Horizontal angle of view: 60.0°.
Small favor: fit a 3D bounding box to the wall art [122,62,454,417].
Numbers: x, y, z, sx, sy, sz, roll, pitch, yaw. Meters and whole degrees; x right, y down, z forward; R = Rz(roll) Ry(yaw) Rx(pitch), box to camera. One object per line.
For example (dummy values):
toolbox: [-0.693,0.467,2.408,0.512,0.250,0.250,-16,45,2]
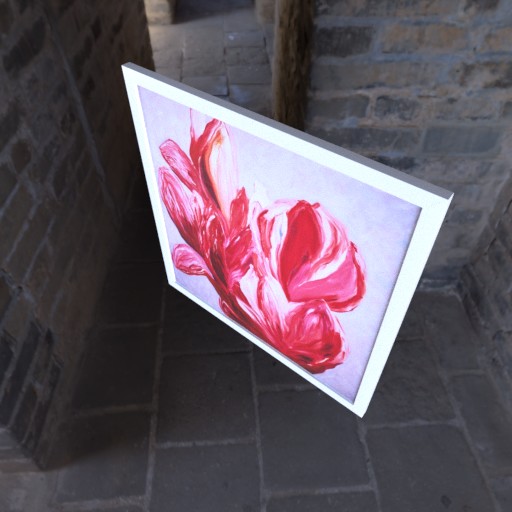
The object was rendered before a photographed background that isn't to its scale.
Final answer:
wall art: [0.000,0.000,0.968,0.664,0.661,0.020,30,53,26]
